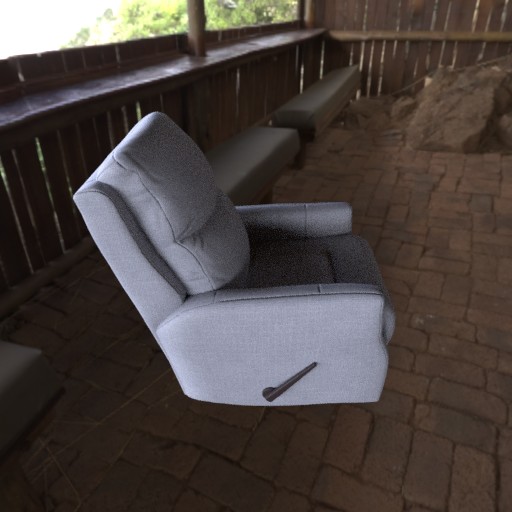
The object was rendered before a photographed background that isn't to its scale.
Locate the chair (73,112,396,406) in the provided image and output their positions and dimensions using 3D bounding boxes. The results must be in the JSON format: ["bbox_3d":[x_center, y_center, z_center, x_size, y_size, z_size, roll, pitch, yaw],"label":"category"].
[{"bbox_3d":[0.000,0.000,1.793,1.080,1.030,0.829,1,32,1],"label":"chair"}]
